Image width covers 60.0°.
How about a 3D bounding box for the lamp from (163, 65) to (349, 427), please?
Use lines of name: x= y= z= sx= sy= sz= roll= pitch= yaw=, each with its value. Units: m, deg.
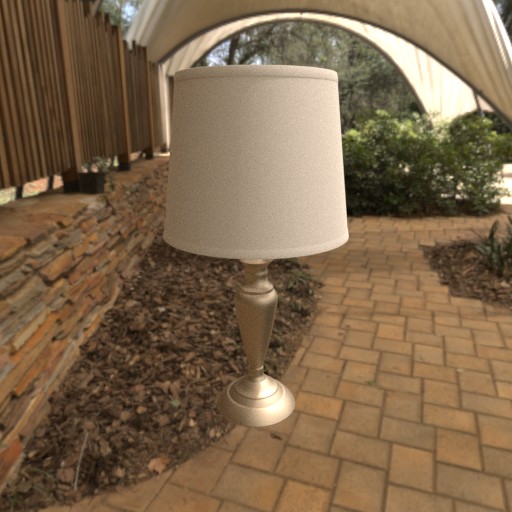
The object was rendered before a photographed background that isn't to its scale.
lamp: x=0.000 y=0.000 z=0.813 sx=0.328 sy=0.619 sz=0.328 roll=0 pitch=17 yaw=0
